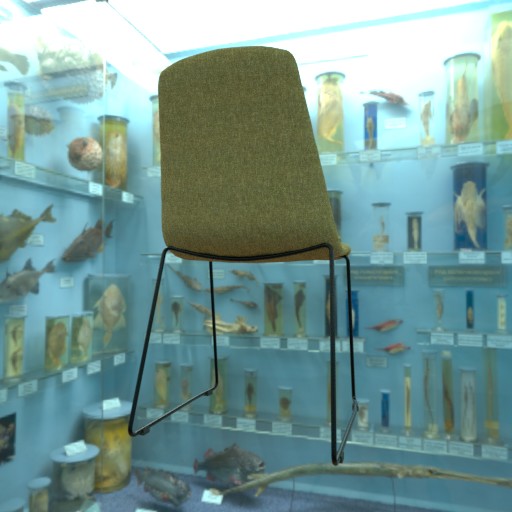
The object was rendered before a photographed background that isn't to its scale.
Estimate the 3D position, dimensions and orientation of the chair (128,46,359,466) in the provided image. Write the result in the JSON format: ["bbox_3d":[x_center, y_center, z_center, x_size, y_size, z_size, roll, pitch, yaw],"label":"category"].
[{"bbox_3d":[0.000,0.000,1.135,0.479,0.849,0.496,-1,-2,19],"label":"chair"}]
